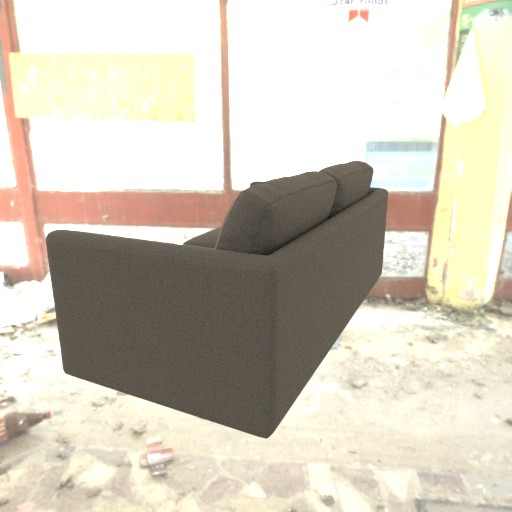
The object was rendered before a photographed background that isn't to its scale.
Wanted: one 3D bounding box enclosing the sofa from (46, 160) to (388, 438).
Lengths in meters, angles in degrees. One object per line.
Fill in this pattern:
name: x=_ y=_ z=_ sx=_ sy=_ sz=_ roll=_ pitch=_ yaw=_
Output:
sofa: x=0.000 y=0.000 z=2.174 sx=0.940 sy=0.866 sz=1.713 roll=8 pitch=17 yaw=25
